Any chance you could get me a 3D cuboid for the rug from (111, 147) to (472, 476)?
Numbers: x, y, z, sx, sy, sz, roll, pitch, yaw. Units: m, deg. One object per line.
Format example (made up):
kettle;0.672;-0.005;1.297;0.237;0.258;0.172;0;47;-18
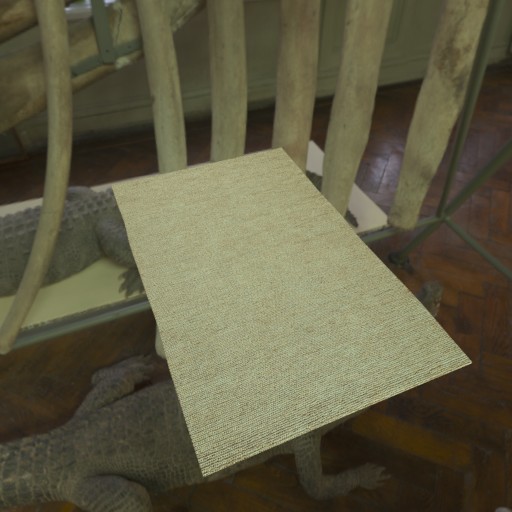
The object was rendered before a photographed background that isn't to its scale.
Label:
rug;0.000;0.000;2.998;1.533;0.011;2.439;-16;46;-16
